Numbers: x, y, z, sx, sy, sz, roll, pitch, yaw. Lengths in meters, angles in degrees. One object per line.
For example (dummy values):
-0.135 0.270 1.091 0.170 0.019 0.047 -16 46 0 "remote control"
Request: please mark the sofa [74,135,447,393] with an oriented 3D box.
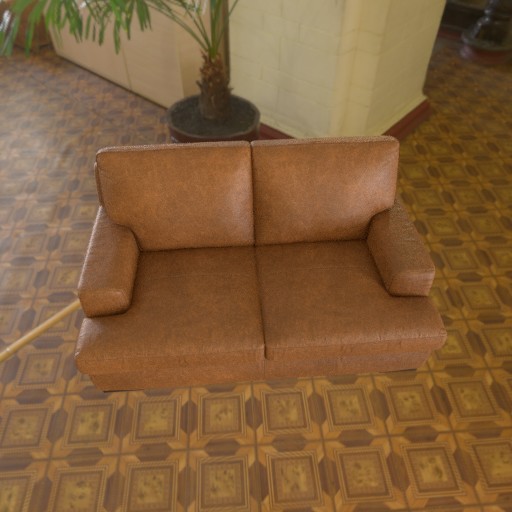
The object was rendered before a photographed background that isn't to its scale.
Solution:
0.000 0.000 2.464 1.880 0.966 1.144 -3 47 -3 "sofa"
